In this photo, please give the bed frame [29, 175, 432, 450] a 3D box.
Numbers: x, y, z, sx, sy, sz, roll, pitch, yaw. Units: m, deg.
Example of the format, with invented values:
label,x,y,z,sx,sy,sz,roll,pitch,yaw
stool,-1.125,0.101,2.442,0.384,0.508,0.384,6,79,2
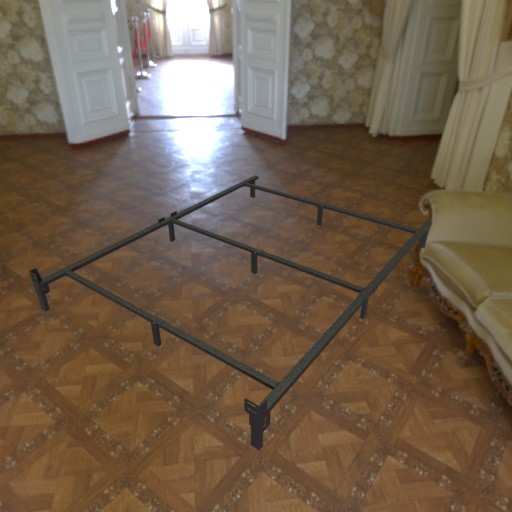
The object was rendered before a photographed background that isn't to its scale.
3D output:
label,x,y,z,sx,sy,sz,roll,pitch,yaw
bed frame,0.000,0.000,2.695,1.498,0.248,1.990,21,37,30
